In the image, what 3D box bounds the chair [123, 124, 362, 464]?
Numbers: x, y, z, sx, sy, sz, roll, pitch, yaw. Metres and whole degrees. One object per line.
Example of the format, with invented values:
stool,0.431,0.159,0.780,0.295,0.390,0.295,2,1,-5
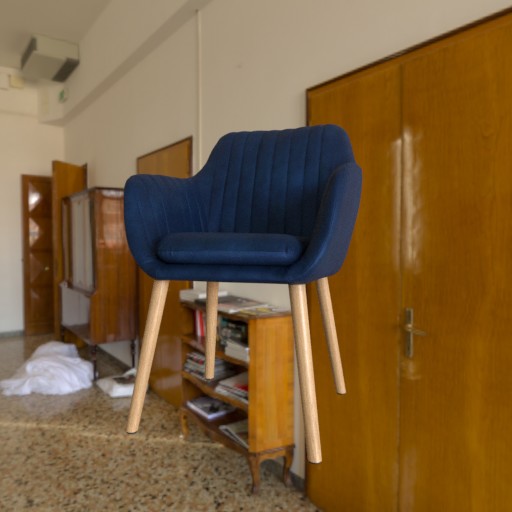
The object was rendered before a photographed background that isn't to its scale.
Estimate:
chair,0.000,0.000,1.229,0.578,0.826,0.573,1,2,19
